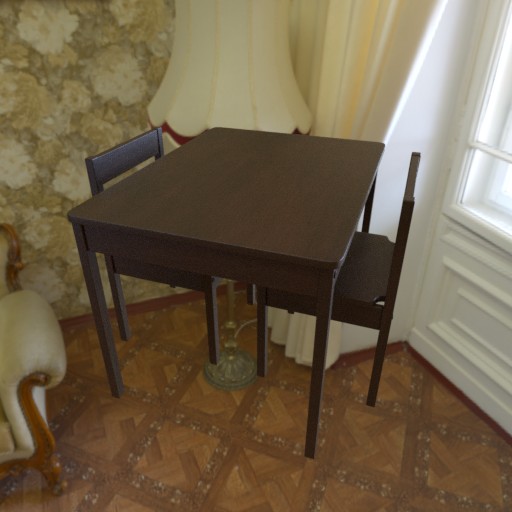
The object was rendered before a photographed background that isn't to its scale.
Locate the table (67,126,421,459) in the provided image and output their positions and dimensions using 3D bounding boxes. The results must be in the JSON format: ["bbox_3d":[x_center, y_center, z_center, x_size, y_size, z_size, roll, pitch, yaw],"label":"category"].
[{"bbox_3d":[0.000,0.000,1.082,0.672,0.503,0.650,10,32,17],"label":"table"}]
